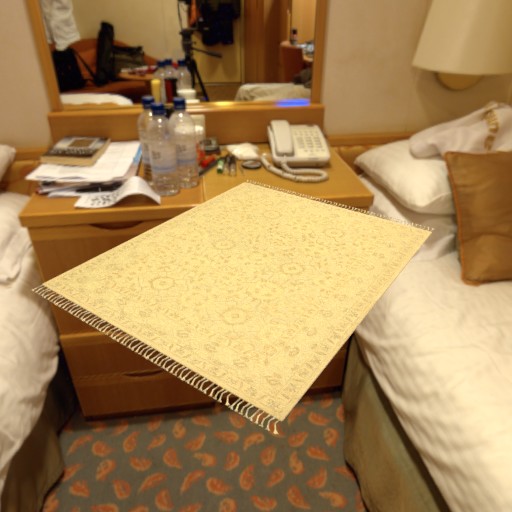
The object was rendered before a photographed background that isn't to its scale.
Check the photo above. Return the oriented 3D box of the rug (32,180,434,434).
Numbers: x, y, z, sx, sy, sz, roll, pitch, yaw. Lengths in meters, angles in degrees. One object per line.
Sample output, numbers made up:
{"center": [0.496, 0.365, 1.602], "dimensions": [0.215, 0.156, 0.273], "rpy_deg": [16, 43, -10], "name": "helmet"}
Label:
{"center": [0.000, 0.000, 4.115], "dimensions": [2.444, 0.013, 3.043], "rpy_deg": [20, 36, 30], "name": "rug"}
